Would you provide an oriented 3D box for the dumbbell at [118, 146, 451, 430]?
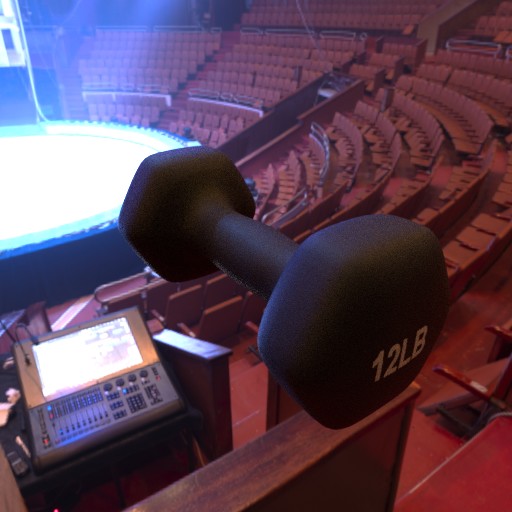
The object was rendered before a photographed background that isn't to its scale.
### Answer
[{"bbox_3d":[0.000,0.000,0.286,0.112,0.101,0.231,-18,32,-31],"label":"dumbbell"}]
